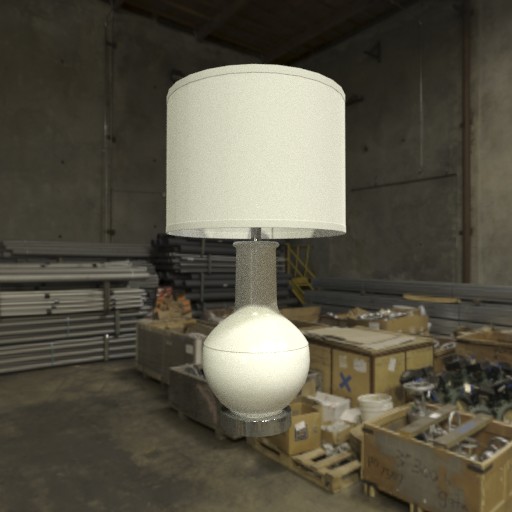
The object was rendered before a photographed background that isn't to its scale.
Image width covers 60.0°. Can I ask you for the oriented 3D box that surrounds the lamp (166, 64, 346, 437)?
[{"bbox_3d":[0.000,0.000,0.896,0.357,0.673,0.357,1,-1,-37],"label":"lamp"}]
